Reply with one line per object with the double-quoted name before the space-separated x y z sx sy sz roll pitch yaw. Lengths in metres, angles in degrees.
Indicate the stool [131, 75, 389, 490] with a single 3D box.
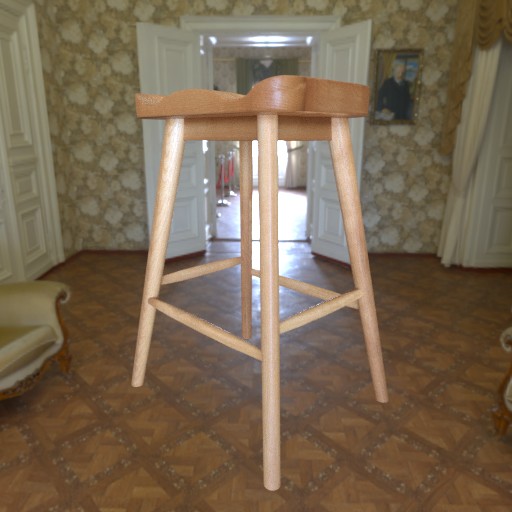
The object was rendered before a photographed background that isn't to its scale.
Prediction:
"stool" 0.000 0.000 0.878 0.361 0.615 0.440 -15 21 -43
